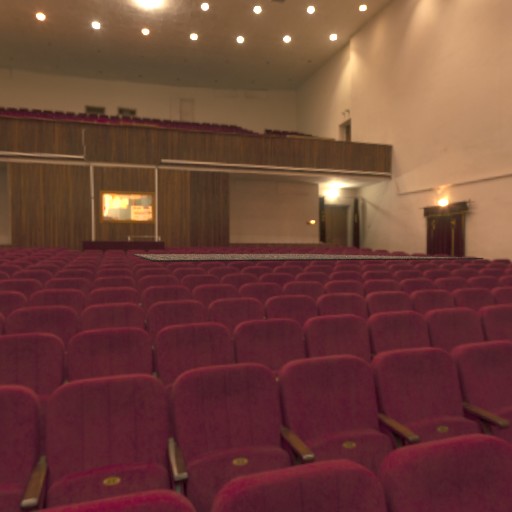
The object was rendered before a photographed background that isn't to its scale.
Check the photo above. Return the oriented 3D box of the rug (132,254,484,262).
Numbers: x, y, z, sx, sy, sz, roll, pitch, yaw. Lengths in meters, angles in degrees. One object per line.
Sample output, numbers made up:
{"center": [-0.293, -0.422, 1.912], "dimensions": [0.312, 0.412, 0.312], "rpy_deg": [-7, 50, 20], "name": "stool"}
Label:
{"center": [0.000, 0.000, 2.333], "dimensions": [1.200, 0.005, 1.819], "rpy_deg": [0, 1, -17], "name": "rug"}
